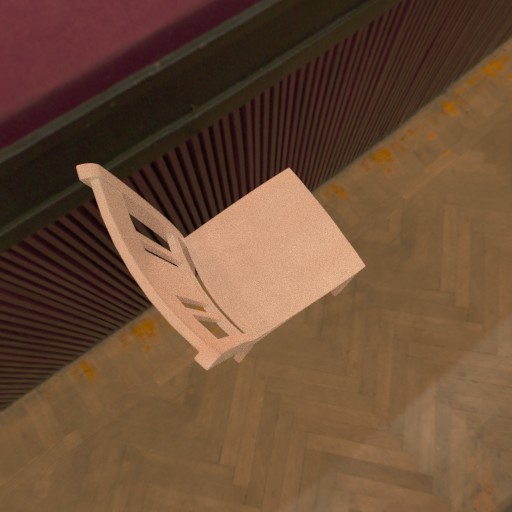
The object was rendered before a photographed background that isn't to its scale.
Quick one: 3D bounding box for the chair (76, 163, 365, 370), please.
[{"bbox_3d":[0.000,0.000,1.298,0.555,0.998,0.450,-34,78,-8],"label":"chair"}]
